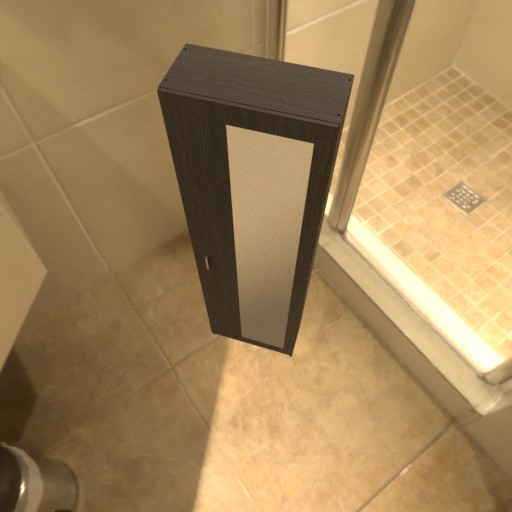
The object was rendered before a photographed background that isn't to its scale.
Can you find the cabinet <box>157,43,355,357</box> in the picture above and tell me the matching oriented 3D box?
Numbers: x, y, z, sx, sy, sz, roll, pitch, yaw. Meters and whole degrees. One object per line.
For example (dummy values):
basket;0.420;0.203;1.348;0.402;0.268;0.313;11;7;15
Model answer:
cabinet;0.000;0.000;1.967;0.500;1.790;0.230;15;60;9
